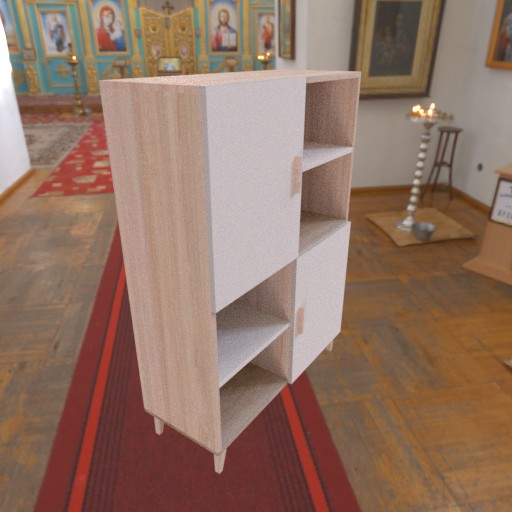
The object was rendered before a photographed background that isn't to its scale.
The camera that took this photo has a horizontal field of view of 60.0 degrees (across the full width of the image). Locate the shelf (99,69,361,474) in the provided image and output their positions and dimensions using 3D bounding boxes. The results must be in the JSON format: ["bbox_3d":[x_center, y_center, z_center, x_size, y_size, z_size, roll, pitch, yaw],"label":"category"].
[{"bbox_3d":[0.000,0.000,1.856,0.434,1.405,0.995,17,30,32],"label":"shelf"}]
